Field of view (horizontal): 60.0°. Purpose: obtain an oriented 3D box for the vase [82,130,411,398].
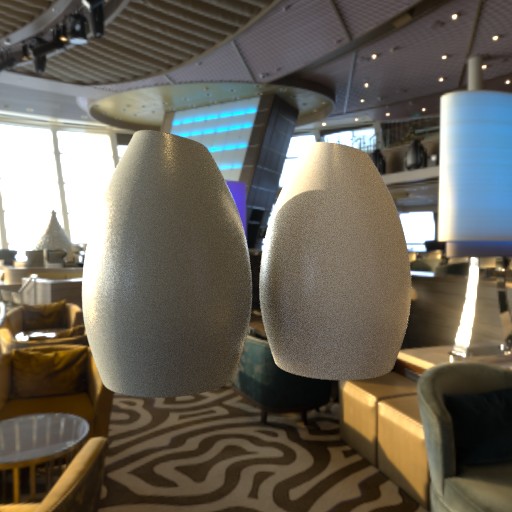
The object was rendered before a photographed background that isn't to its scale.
[{"bbox_3d":[0.000,0.000,0.255,0.187,0.131,0.089,0,2,-16],"label":"vase"}]
